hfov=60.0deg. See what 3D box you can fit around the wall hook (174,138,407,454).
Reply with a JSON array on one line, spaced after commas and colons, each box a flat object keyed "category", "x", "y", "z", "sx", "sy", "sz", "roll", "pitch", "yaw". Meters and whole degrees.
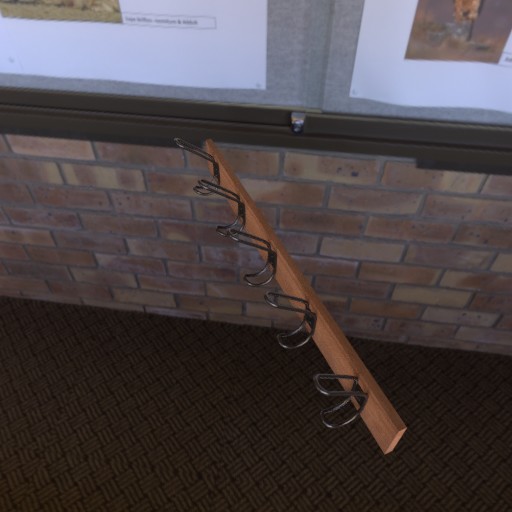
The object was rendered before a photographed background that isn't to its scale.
[{"category": "wall hook", "x": 0.000, "y": 0.000, "z": 0.602, "sx": 0.076, "sy": 0.116, "sz": 0.554, "roll": -18, "pitch": 50, "yaw": -16}]
